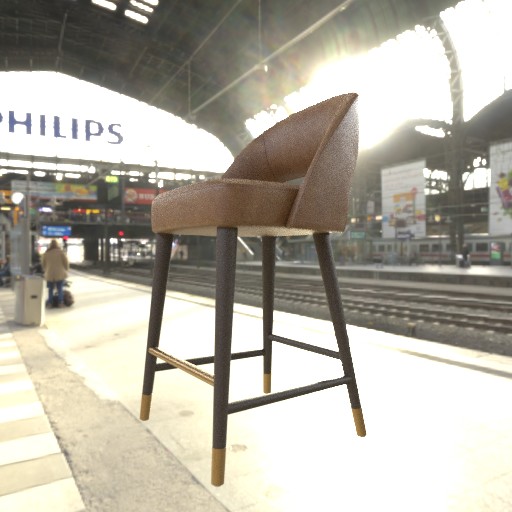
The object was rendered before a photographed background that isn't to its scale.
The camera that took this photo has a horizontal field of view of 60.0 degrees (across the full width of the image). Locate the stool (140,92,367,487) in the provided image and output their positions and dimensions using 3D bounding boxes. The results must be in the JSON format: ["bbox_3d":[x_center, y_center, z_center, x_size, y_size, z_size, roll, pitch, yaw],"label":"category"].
[{"bbox_3d":[0.000,0.000,1.224,0.509,0.940,0.494,0,1,-34],"label":"stool"}]
